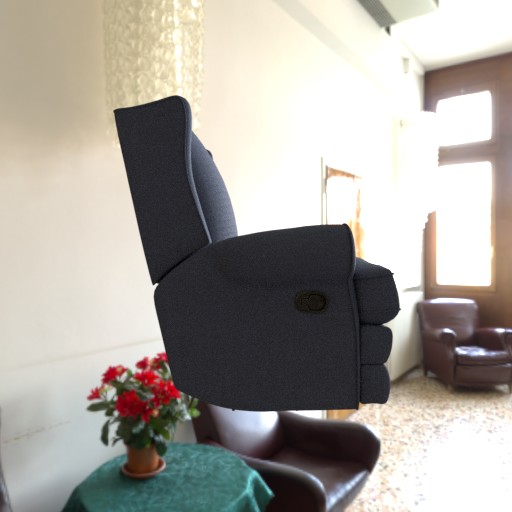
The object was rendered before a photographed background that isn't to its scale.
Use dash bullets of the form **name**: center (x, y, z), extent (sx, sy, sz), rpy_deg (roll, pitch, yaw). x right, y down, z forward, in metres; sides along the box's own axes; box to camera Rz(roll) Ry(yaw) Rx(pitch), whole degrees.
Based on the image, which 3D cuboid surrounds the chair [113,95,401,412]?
- **chair**: center (0.000, 0.000, 1.721), extent (0.877, 1.020, 0.971), rpy_deg (0, 0, 0)
